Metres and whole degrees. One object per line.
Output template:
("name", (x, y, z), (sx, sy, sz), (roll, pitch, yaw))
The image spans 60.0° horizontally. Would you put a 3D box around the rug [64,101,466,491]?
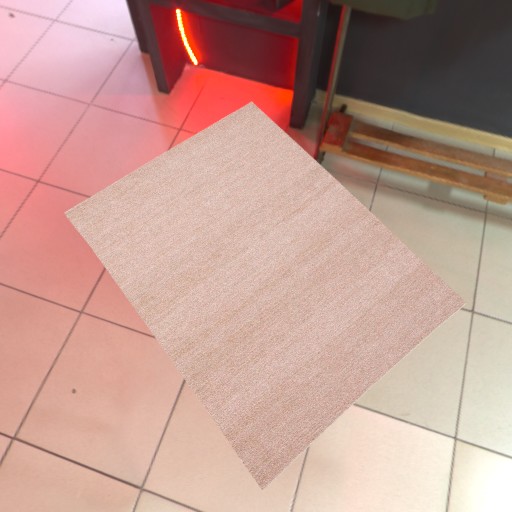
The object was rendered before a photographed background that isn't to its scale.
("rug", (0.000, 0.000, 4.278), (2.434, 0.045, 3.202), (-36, 69, -16))
